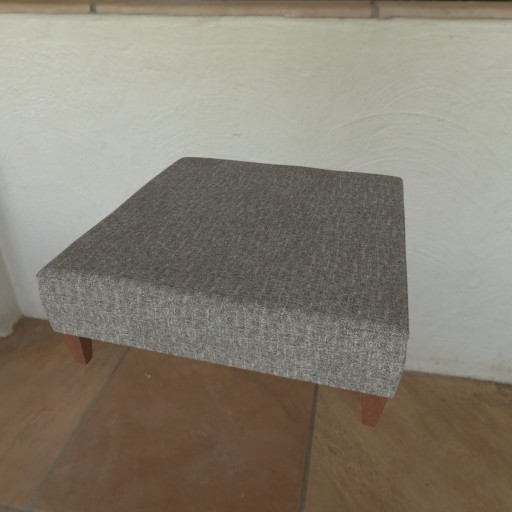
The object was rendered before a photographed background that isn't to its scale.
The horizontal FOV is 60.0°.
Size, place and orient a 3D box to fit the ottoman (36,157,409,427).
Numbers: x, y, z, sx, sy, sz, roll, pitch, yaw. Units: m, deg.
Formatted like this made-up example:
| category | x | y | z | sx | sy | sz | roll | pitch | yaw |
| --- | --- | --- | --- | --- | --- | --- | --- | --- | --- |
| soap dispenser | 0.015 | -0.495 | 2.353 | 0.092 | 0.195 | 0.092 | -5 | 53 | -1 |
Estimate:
| category | x | y | z | sx | sy | sz | roll | pitch | yaw |
| --- | --- | --- | --- | --- | --- | --- | --- | --- | --- |
| ottoman | 0.000 | 0.000 | 1.563 | 0.981 | 0.379 | 1.016 | 8 | 32 | 13 |
